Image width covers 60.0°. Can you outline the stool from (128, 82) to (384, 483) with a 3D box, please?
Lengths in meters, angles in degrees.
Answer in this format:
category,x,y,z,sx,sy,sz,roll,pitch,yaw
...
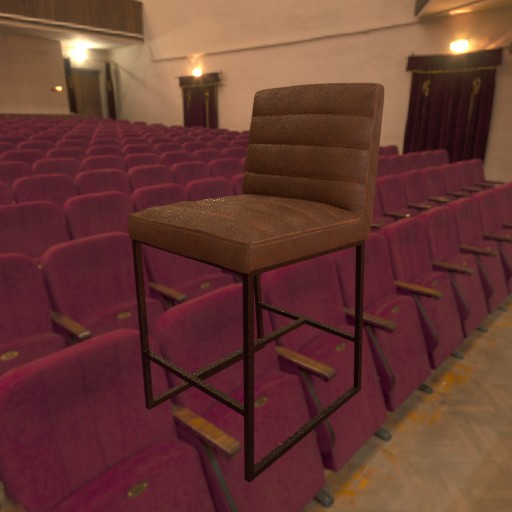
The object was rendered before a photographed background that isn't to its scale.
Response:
category,x,y,z,sx,sy,sz,roll,pitch,yaw
stool,0.000,0.000,1.260,0.463,0.942,0.562,15,22,40
